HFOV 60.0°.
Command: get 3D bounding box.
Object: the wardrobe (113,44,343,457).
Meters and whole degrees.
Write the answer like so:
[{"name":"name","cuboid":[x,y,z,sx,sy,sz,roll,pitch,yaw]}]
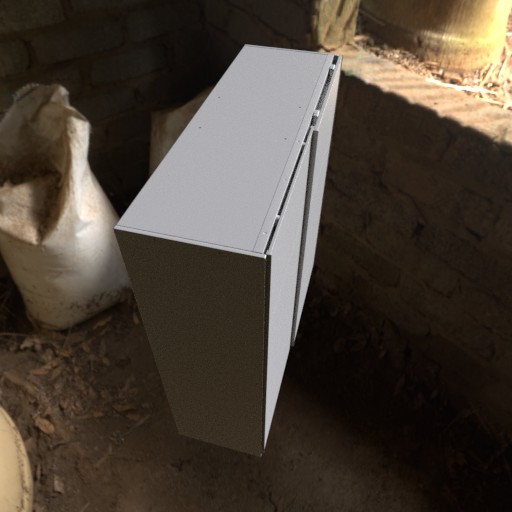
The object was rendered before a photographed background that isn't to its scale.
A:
[{"name":"wardrobe","cuboid":[0.000,0.000,2.898,0.629,1.960,1.780,11,48,10]}]
